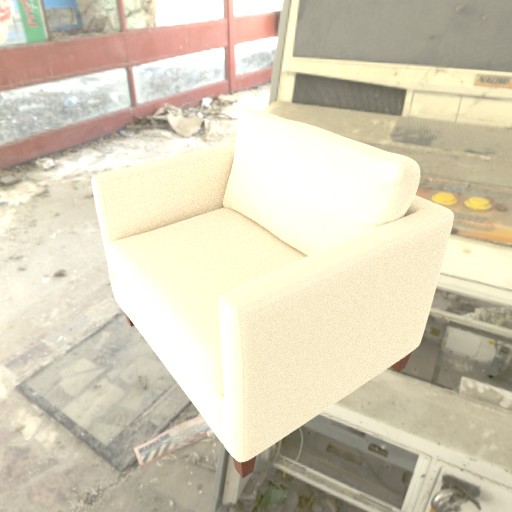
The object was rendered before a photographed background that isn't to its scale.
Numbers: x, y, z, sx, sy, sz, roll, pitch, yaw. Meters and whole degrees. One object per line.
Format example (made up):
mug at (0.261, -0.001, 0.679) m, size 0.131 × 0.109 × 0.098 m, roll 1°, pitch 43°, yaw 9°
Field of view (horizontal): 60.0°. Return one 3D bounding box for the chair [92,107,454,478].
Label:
chair at (0.000, 0.000, 1.662) m, size 0.878 × 0.885 × 1.019 m, roll -21°, pitch 38°, yaw -30°
